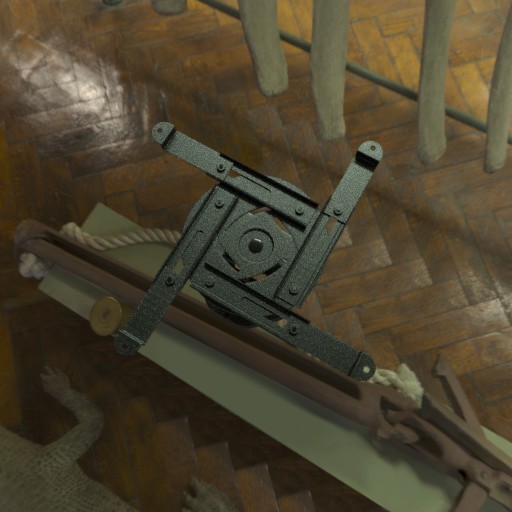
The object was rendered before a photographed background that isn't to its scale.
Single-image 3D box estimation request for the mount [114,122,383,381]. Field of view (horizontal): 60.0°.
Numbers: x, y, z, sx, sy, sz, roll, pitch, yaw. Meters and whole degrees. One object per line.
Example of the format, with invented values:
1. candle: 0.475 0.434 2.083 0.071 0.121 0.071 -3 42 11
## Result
1. mount: 0.000 0.000 0.616 0.394 0.141 0.394 29 77 7
